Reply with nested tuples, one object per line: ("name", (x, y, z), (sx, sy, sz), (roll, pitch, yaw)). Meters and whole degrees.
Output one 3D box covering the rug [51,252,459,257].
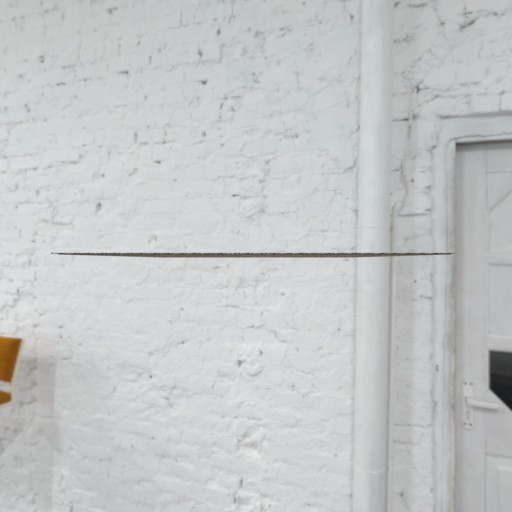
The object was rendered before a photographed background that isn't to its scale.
("rug", (0.000, 0.000, 4.151), (2.437, 0.010, 3.056), (0, -1, 1))
